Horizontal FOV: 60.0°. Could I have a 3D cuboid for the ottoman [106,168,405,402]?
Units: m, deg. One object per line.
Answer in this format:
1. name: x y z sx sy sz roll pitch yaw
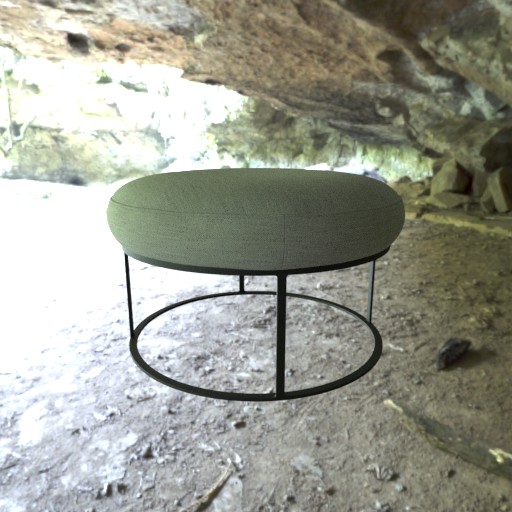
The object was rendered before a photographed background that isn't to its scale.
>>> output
1. ottoman: 0.000 0.000 1.226 0.769 0.459 0.769 0 14 0
